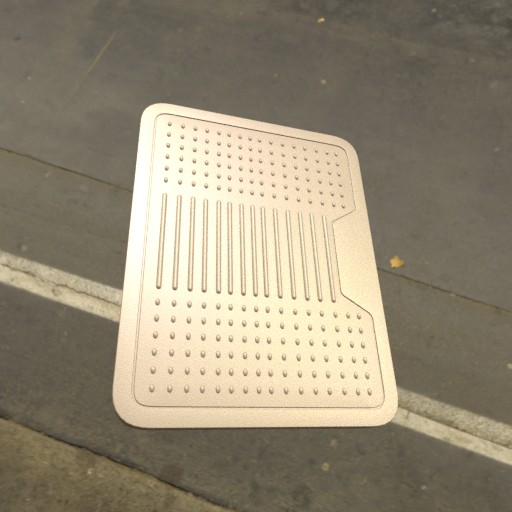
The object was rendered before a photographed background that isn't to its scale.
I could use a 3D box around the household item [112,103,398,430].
[{"bbox_3d":[0.000,0.000,0.532,0.301,0.126,0.390,-2,64,-1],"label":"household item"}]
